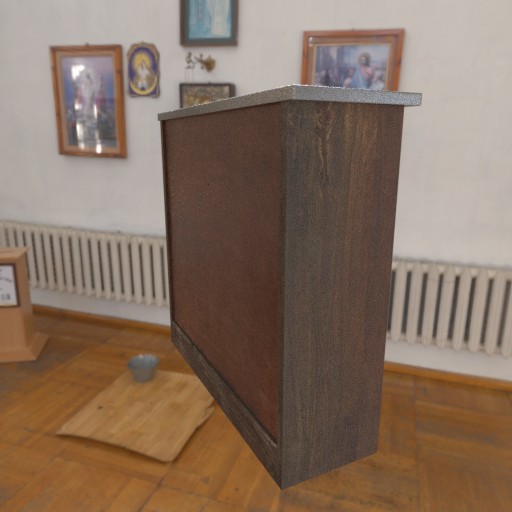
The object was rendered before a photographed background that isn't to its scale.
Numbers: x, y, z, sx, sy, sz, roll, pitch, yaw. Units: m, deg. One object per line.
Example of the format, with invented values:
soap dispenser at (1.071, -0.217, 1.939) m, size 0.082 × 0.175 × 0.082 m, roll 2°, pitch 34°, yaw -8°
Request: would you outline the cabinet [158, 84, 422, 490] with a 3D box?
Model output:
cabinet at (0.000, 0.000, 1.430) m, size 0.338 × 0.919 × 0.968 m, roll -7°, pitch 16°, yaw -26°
